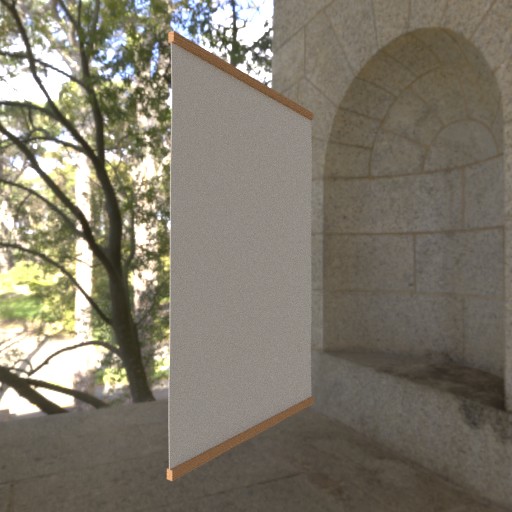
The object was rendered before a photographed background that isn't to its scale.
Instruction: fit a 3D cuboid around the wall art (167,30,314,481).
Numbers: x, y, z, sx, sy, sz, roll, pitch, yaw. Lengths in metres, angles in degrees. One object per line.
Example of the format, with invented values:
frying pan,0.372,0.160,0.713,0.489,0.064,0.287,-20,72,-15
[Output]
wall art,0.000,0.000,1.917,0.025,1.521,1.011,-1,-1,35
